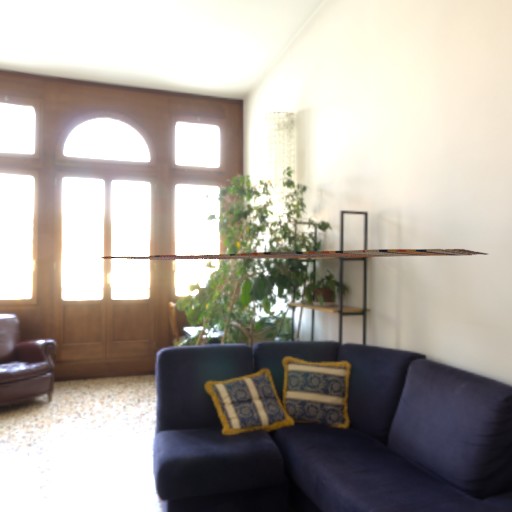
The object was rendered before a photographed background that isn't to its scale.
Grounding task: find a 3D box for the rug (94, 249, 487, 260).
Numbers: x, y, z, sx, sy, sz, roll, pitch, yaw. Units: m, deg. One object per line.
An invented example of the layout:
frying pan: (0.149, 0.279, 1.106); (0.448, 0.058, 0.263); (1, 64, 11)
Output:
rug: (0.000, 0.000, 2.705); (2.455, 0.017, 0.695); (-1, -2, 36)
